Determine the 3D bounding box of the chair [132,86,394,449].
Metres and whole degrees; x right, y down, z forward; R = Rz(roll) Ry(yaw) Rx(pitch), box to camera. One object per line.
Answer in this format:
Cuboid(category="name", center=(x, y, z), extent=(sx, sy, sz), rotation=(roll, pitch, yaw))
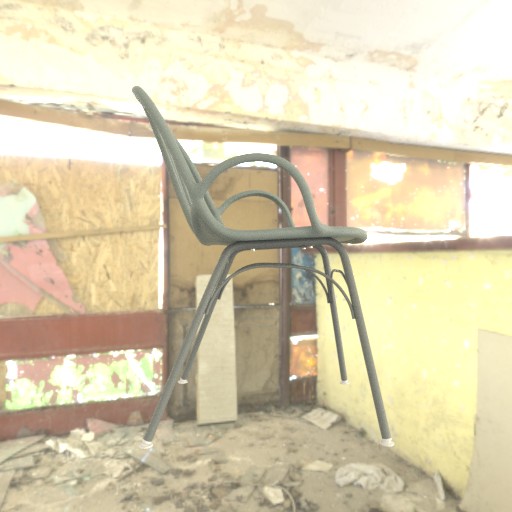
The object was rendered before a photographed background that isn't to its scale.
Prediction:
Cuboid(category="chair", center=(0.000, 0.000, 1.191), extent=(0.597, 0.816, 0.549), rotation=(0, 0, 0))
